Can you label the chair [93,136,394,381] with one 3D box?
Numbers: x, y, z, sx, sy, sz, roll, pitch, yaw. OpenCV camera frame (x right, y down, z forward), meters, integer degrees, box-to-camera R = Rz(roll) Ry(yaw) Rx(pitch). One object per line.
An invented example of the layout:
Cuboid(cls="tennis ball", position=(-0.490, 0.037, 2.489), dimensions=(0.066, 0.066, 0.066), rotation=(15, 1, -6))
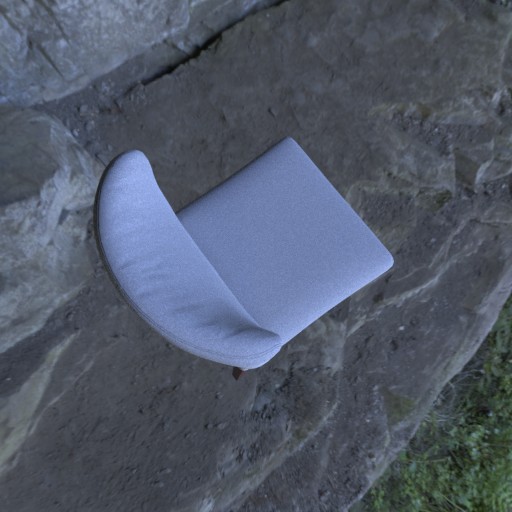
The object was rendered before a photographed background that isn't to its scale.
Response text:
Cuboid(cls="chair", position=(0.000, 0.000, 1.194), dimensions=(0.592, 0.839, 0.491), rotation=(-36, 77, -9))
